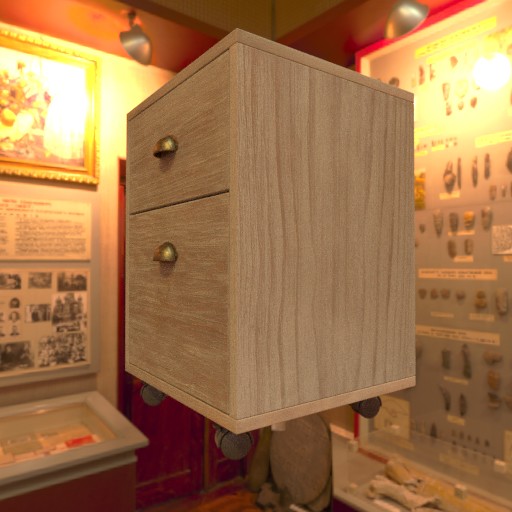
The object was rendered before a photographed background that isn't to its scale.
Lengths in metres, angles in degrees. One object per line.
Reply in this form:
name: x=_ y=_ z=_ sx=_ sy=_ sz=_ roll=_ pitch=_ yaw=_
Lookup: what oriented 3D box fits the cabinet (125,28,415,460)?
cabinet: x=0.000 y=0.000 z=0.835 sx=0.401 sy=0.579 sz=0.409 roll=1 pitch=-1 yaw=-36
